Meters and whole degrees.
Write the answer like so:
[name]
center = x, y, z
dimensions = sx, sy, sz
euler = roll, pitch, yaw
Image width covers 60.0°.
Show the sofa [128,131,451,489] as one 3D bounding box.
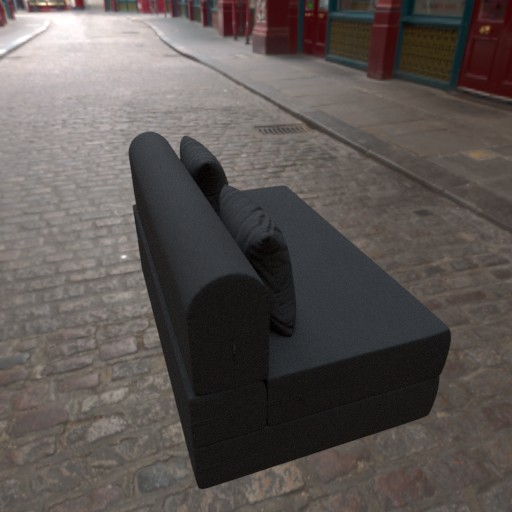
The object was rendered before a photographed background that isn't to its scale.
[sofa]
center = 0.000, 0.000, 1.632
dimensions = 0.762, 0.670, 1.225
euler = -10, 31, -17
